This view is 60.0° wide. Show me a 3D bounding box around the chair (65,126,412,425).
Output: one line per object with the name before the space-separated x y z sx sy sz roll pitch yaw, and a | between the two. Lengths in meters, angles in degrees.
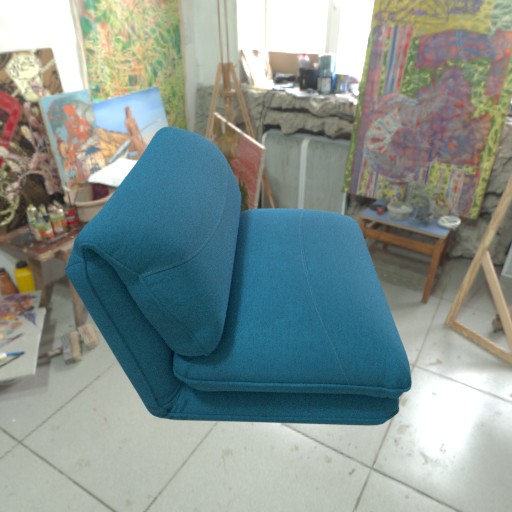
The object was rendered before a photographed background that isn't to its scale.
chair | 0.000 0.000 1.322 0.780 0.580 0.820 1 32 1
